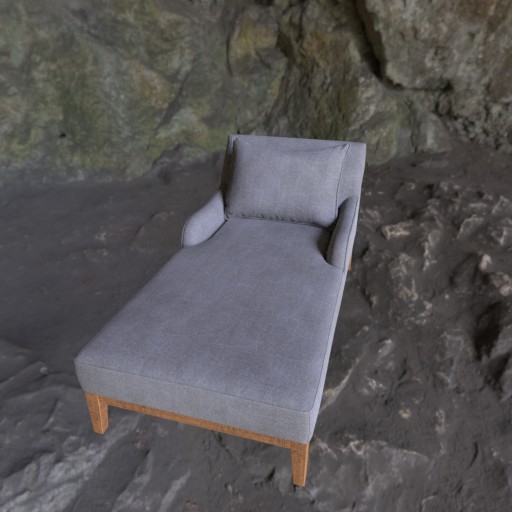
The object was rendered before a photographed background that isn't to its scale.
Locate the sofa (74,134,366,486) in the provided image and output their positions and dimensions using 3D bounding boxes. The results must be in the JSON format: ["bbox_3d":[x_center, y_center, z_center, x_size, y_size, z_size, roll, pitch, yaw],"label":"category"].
[{"bbox_3d":[0.000,0.000,2.211,0.894,0.859,1.779,8,29,14],"label":"sofa"}]
